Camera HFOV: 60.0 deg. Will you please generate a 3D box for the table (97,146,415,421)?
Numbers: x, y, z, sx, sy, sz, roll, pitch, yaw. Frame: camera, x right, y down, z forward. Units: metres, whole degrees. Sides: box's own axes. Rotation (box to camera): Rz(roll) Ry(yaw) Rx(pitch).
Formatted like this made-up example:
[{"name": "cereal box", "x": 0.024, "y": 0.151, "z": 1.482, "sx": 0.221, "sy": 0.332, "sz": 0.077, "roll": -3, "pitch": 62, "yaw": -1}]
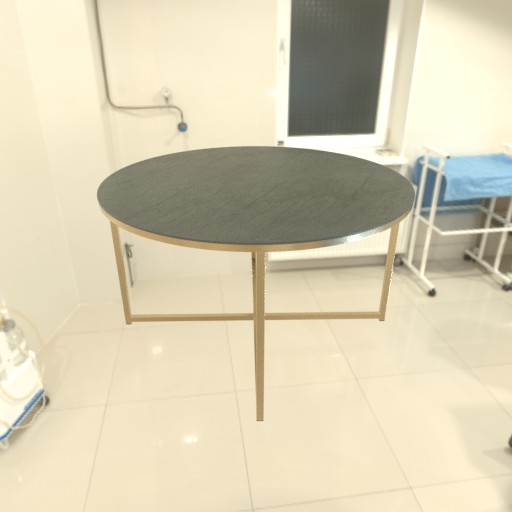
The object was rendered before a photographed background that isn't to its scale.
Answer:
[{"name": "table", "x": 0.000, "y": 0.000, "z": 1.270, "sx": 0.800, "sy": 0.450, "sz": 0.800, "roll": 0, "pitch": 26, "yaw": 0}]
